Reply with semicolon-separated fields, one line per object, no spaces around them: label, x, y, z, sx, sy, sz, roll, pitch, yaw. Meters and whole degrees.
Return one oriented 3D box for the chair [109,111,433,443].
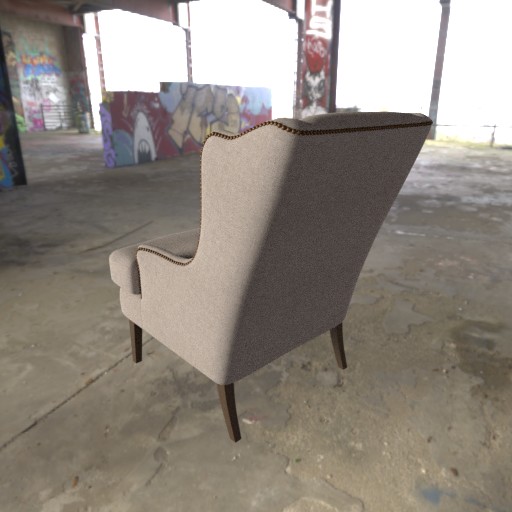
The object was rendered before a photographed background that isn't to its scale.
chair;0.000;0.000;1.637;0.737;1.029;0.940;-18;26;-41
